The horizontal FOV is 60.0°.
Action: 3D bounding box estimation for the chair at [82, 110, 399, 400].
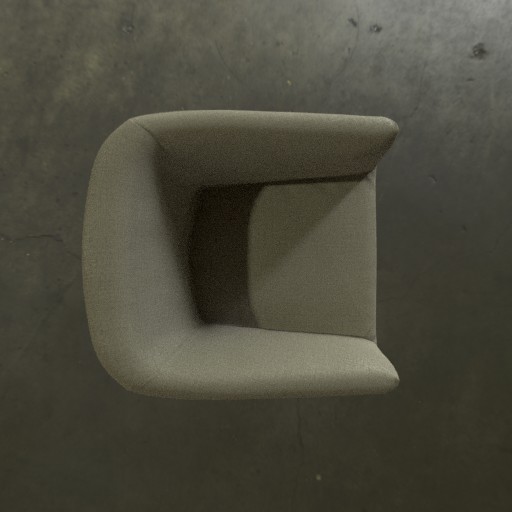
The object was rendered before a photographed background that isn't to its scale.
[{"bbox_3d":[0.000,0.000,1.228,0.668,0.771,0.600,0,89,0],"label":"chair"}]
